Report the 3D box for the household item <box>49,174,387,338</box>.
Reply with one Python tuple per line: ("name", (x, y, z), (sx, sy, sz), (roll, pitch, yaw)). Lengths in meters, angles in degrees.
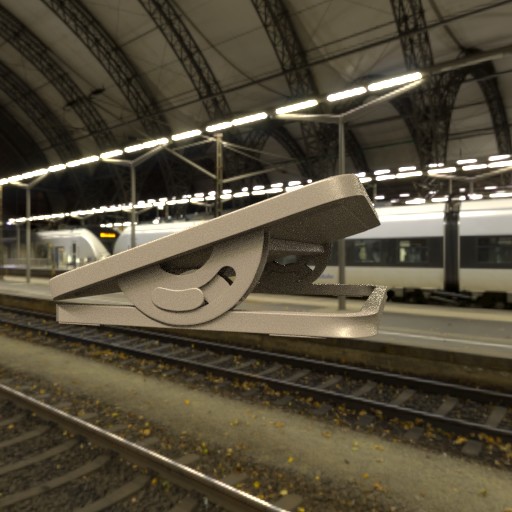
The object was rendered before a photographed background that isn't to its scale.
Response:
("household item", (0.000, 0.000, 0.542), (0.301, 0.126, 0.390), (0, 0, 18))
